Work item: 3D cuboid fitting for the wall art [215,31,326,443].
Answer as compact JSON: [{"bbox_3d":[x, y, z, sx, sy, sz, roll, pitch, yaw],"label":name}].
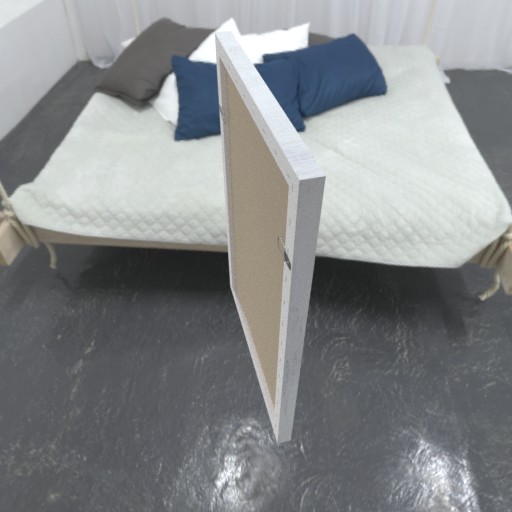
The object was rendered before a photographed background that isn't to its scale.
[{"bbox_3d":[0.000,0.000,1.167,0.043,0.914,0.624,-11,46,-10],"label":"wall art"}]
